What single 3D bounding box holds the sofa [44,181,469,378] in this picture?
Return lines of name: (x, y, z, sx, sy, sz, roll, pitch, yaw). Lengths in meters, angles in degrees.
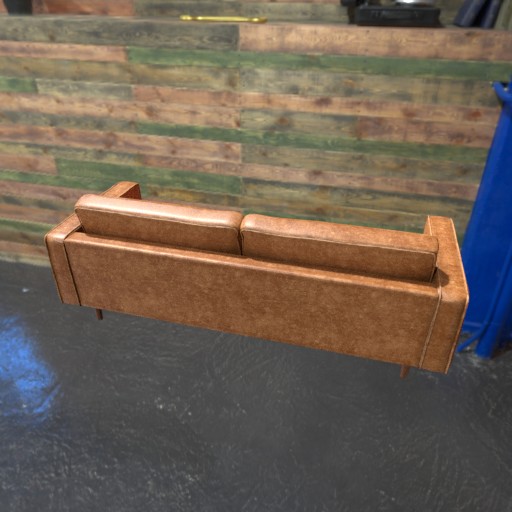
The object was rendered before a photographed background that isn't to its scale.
sofa: (0.000, 0.000, 2.615, 2.199, 0.779, 0.886, 8, 33, 13)
